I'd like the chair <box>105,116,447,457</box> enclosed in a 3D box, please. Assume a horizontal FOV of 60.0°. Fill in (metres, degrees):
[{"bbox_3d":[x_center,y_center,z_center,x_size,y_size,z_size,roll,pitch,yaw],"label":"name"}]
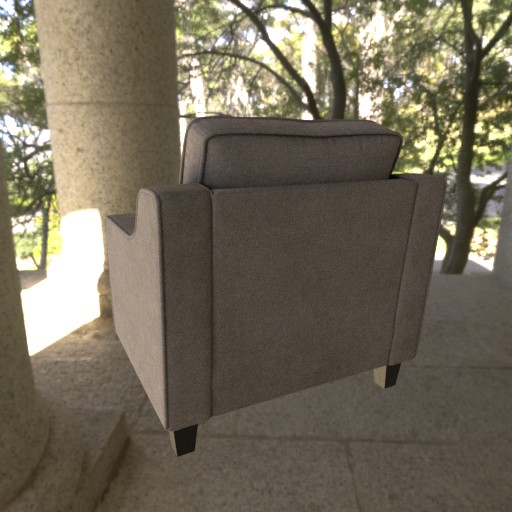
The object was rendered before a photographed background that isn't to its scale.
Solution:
[{"bbox_3d":[0.000,0.000,1.611,0.926,0.944,0.840,-8,17,-26],"label":"chair"}]
